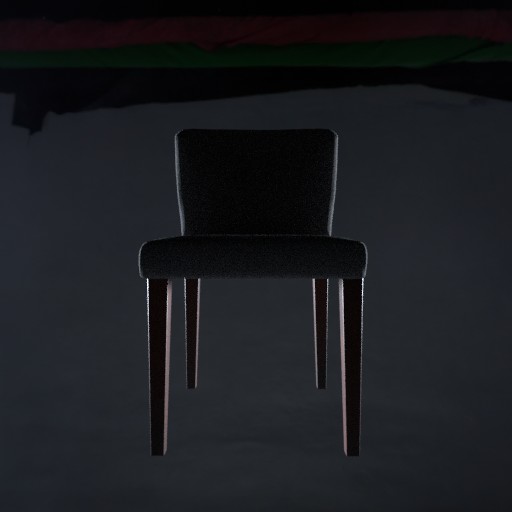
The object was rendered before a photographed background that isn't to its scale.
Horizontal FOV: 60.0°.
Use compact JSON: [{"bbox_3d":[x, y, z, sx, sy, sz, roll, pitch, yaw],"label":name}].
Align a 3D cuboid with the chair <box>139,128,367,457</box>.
[{"bbox_3d":[0.000,0.000,1.191,0.491,0.839,0.589,0,-1,0],"label":"chair"}]
